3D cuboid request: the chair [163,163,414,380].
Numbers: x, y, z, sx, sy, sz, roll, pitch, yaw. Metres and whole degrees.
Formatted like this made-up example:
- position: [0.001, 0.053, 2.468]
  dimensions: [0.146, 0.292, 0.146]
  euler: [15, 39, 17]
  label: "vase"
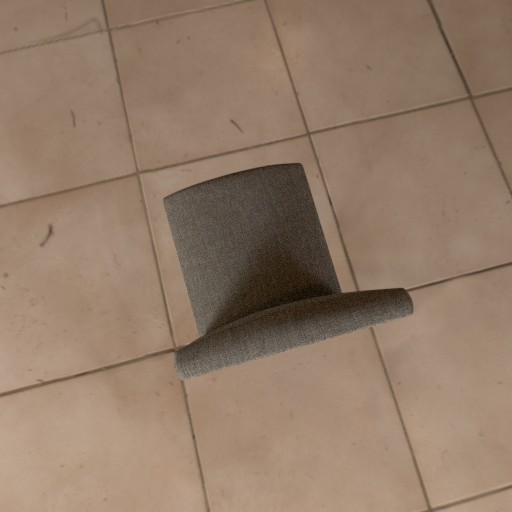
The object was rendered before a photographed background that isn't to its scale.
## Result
- position: [0.000, 0.000, 1.257]
  dimensions: [0.451, 0.917, 0.580]
  euler: [-15, 76, -4]
  label: "chair"
